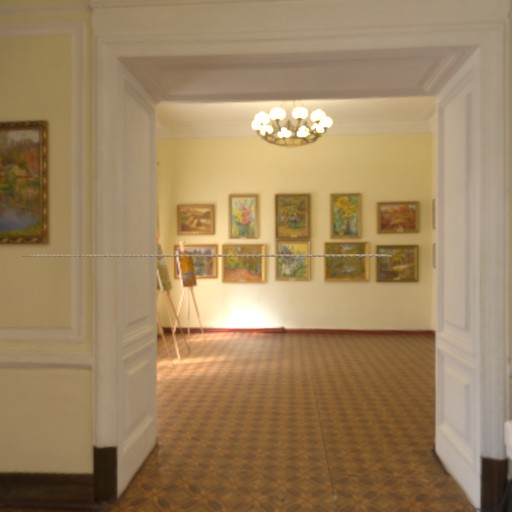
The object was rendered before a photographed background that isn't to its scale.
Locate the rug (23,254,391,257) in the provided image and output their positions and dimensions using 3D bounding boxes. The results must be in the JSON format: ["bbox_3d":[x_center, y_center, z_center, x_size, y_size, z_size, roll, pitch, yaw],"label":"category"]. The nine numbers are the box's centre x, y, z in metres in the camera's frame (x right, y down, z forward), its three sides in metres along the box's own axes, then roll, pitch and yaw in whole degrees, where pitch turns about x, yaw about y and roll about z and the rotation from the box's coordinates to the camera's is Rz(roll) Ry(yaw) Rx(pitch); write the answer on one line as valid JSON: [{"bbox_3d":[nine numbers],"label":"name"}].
[{"bbox_3d":[0.000,0.000,4.089,2.380,0.013,3.051,0,0,17],"label":"rug"}]
